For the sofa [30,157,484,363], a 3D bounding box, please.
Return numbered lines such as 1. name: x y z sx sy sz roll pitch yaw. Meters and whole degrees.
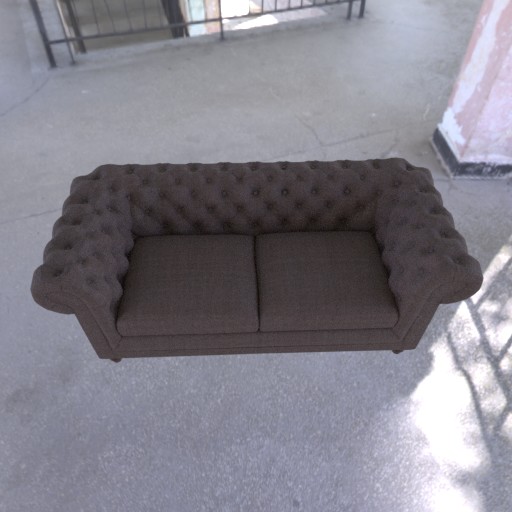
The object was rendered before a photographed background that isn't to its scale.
1. sofa: 0.000 0.000 2.488 2.048 0.780 0.944 -1 47 -1
